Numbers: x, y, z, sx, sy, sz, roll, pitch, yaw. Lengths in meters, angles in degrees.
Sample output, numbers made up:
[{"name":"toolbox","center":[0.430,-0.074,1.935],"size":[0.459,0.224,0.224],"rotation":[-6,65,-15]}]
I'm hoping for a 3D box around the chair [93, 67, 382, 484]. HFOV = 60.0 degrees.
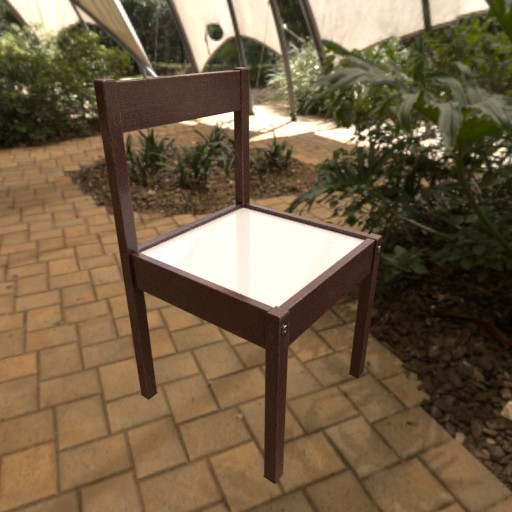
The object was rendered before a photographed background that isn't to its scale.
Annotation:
[{"name":"chair","center":[0.000,0.000,0.674],"size":[0.285,0.505,0.285],"rotation":[19,32,33]}]
